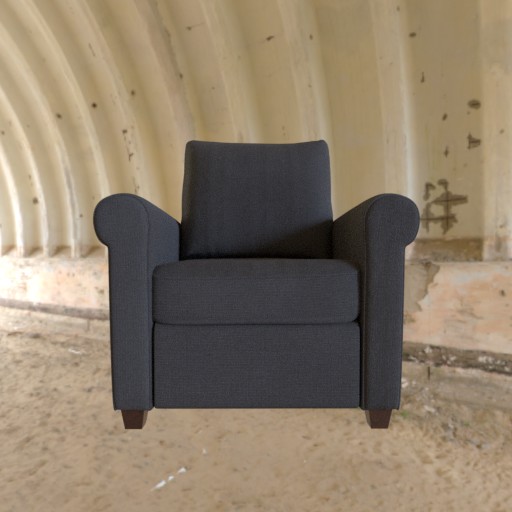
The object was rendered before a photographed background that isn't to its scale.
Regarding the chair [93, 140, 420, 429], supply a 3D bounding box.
[{"bbox_3d":[0.000,0.000,1.577,0.867,0.942,0.828,0,1,0],"label":"chair"}]
